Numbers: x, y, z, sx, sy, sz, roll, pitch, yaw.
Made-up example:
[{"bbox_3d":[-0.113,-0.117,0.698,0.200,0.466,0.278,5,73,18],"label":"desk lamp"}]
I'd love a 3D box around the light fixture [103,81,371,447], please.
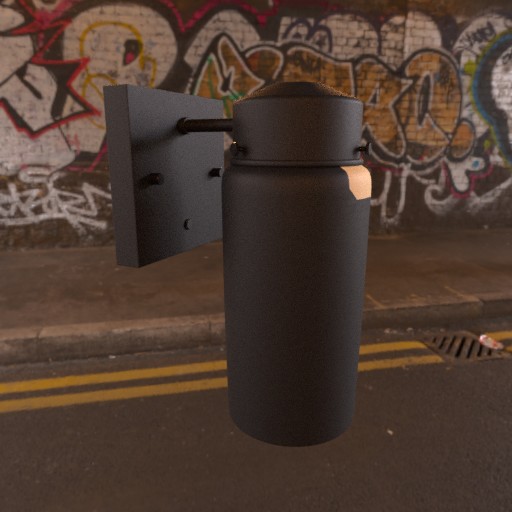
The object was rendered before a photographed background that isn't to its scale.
[{"bbox_3d":[0.000,0.000,0.360,0.176,0.257,0.130,7,16,25],"label":"light fixture"}]
